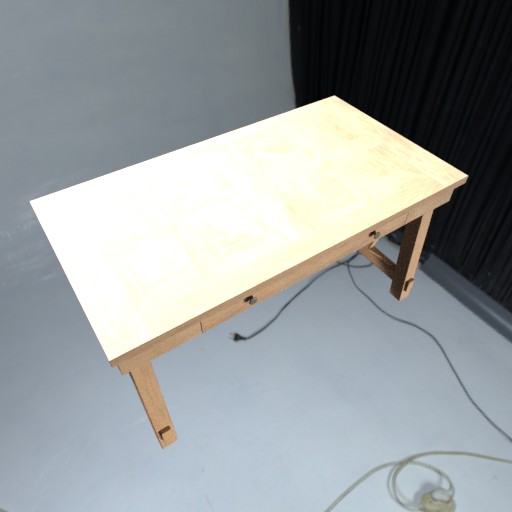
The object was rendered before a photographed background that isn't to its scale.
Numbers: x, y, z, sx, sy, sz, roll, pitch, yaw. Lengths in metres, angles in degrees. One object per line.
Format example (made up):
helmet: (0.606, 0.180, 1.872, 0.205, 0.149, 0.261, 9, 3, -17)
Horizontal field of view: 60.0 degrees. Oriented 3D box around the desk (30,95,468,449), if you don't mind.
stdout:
desk: (0.000, 0.000, 1.992, 1.499, 0.762, 0.813, -26, 52, -23)
